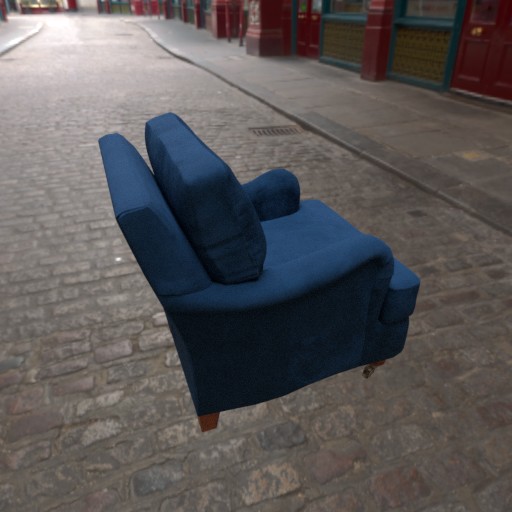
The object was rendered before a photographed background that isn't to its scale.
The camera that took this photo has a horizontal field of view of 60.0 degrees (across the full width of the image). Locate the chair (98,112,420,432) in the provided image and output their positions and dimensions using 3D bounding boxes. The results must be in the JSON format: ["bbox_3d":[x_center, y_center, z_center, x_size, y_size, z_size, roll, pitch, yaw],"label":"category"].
[{"bbox_3d":[0.000,0.000,1.858,1.078,1.076,0.895,-10,31,-18],"label":"chair"}]
